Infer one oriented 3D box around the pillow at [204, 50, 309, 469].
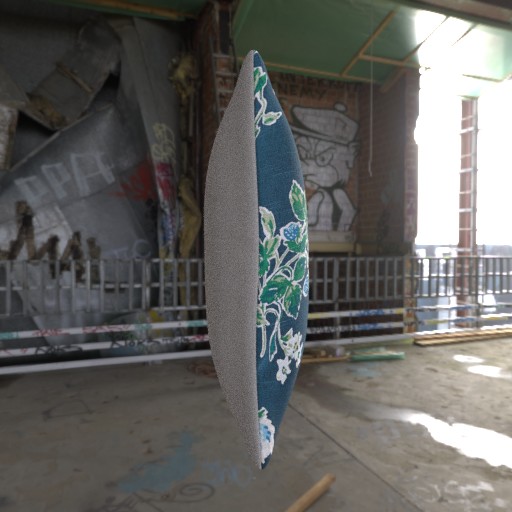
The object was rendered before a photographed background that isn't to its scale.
[{"bbox_3d":[0.000,0.000,0.792,0.166,0.508,0.525,0,1,0],"label":"pillow"}]
